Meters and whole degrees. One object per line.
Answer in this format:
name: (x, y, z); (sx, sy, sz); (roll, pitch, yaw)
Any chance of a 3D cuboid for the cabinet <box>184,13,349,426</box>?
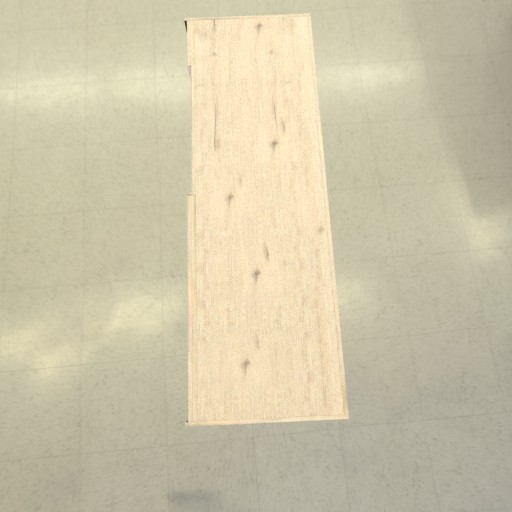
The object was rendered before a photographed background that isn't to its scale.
cabinet: (0.000, 0.000, 3.098); (0.660, 2.180, 2.000); (-2, 74, -1)
